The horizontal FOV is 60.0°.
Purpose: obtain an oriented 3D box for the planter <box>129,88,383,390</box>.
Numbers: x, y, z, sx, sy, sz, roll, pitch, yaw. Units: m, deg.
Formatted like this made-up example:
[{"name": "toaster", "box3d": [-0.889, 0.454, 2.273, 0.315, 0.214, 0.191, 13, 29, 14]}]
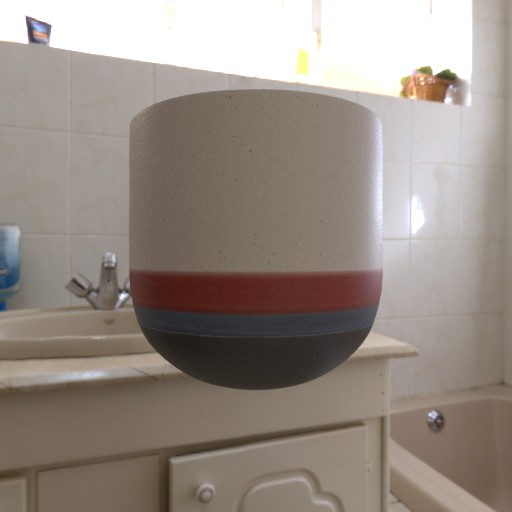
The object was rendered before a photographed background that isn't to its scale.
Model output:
[{"name": "planter", "box3d": [0.000, 0.000, 0.487, 0.268, 0.270, 0.268, 0, 0, 0]}]
